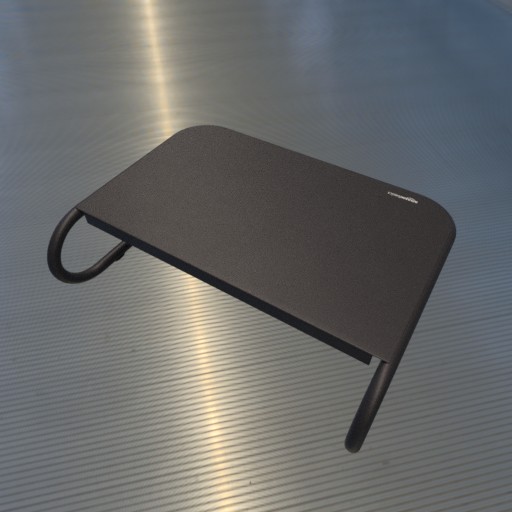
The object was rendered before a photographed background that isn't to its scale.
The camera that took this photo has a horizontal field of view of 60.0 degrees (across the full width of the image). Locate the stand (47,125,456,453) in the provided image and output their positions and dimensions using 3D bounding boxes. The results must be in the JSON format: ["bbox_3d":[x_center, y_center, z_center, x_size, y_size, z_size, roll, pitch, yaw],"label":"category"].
[{"bbox_3d":[0.000,0.000,0.503,0.370,0.108,0.280,25,52,21],"label":"stand"}]
